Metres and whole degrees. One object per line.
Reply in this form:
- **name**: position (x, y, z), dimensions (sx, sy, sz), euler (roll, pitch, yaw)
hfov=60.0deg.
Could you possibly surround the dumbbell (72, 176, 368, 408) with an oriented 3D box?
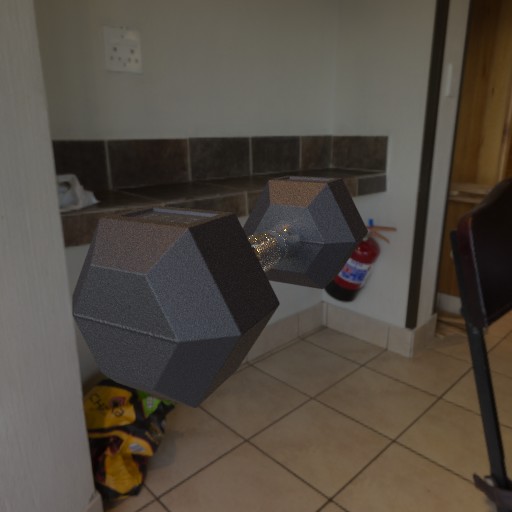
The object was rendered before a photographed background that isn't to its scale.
- **dumbbell**: position (0.000, 0.000, 0.321), dimensions (0.106, 0.092, 0.272), euler (8, 18, 26)
